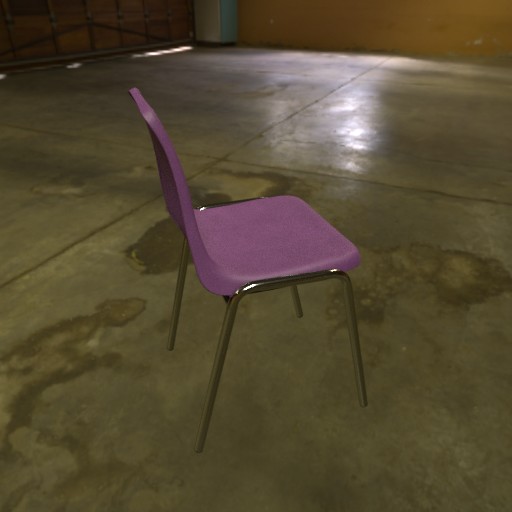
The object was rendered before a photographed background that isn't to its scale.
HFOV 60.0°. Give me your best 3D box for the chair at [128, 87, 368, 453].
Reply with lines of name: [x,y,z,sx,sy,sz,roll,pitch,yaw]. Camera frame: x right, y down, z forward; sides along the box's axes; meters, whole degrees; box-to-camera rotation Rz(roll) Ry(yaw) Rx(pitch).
chair: [0.000,0.000,0.963,0.432,0.704,0.381,-10,32,-17]
